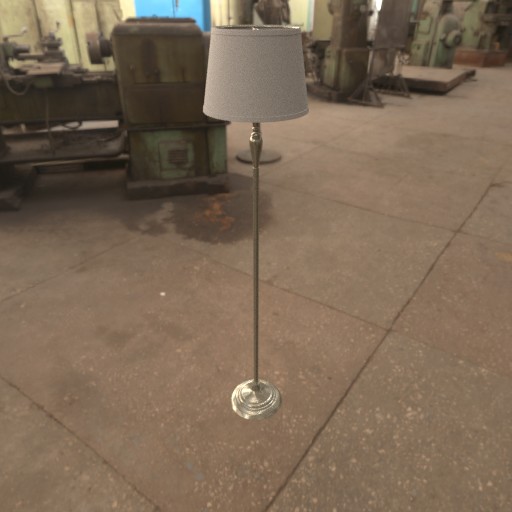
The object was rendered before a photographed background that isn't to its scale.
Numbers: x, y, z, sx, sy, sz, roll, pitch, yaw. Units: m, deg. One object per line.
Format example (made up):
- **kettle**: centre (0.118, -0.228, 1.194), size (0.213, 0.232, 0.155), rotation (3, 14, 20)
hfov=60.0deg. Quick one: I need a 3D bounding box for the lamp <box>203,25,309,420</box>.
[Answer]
- **lamp**: centre (0.000, 0.000, 1.639), size (0.327, 1.506, 0.327), rotation (21, 36, 32)
